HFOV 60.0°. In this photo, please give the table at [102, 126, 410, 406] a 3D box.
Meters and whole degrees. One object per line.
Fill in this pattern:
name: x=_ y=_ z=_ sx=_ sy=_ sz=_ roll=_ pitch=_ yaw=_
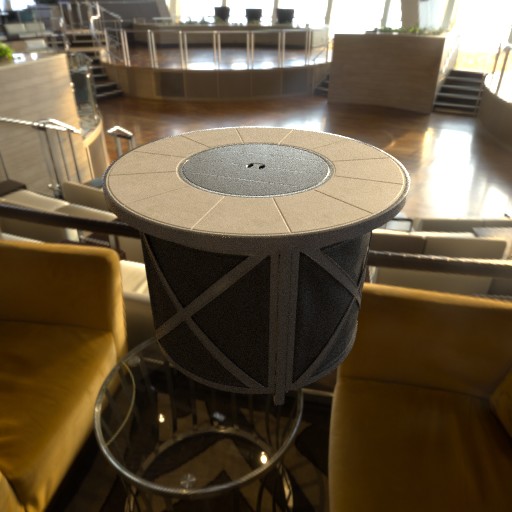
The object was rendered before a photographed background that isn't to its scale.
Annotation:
table: x=0.000 y=0.000 z=1.541 sx=0.914 sy=0.650 sz=0.914 roll=0 pitch=31 yaw=0
